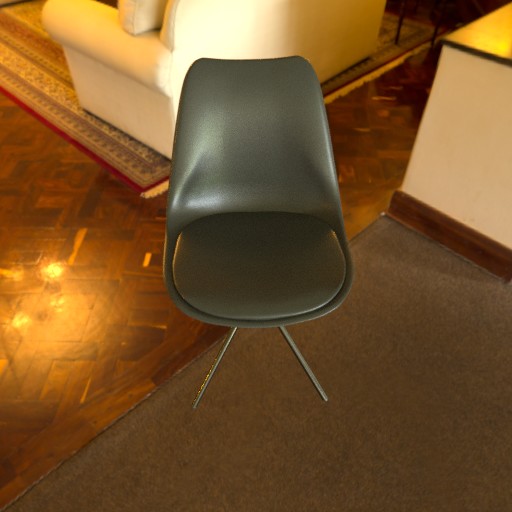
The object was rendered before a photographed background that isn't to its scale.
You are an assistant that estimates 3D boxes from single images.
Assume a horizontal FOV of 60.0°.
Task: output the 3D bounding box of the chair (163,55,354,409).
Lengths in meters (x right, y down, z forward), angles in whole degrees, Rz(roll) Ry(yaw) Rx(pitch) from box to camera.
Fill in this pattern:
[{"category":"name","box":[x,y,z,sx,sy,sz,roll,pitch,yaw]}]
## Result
[{"category":"chair","box":[0.000,0.000,1.182,0.461,0.850,0.525,-2,47,-2]}]
